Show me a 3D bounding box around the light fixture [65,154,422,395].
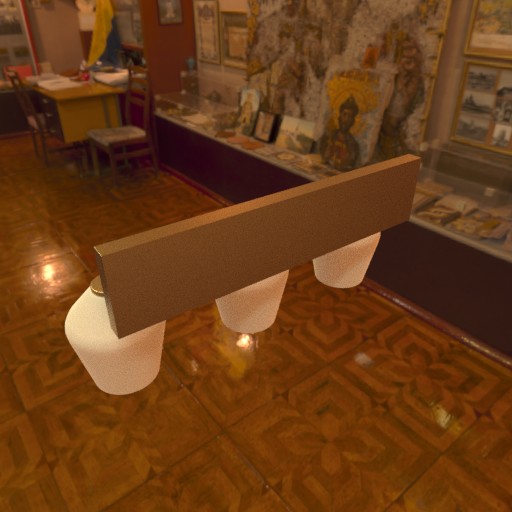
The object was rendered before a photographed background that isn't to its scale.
[{"bbox_3d":[0.000,0.000,0.730,0.609,0.280,0.190,-21,37,-30],"label":"light fixture"}]
